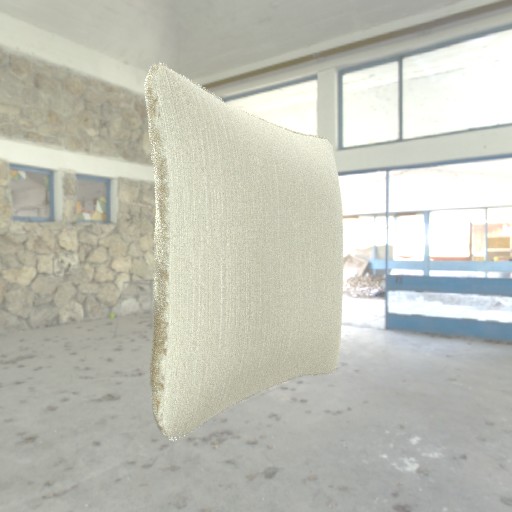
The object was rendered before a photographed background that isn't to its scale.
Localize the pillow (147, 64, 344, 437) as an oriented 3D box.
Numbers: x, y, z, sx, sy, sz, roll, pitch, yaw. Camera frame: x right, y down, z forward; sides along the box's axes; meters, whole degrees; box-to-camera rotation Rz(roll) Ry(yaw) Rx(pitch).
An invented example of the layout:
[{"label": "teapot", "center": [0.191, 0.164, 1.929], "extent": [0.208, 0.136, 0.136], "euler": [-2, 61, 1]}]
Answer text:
[{"label": "pillow", "center": [0.000, 0.000, 0.811], "extent": [0.216, 0.525, 0.538], "euler": [0, 0, 37]}]
